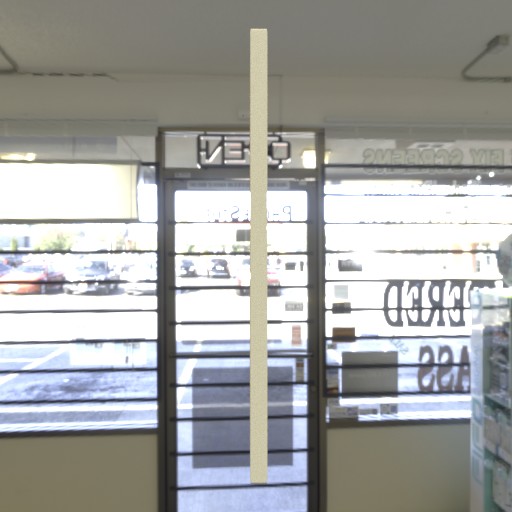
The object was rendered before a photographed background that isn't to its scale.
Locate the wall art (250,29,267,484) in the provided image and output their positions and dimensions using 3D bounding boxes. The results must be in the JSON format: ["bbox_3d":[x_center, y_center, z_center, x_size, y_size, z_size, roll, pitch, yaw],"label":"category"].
[{"bbox_3d":[0.000,0.000,0.744,0.020,0.536,0.444,0,0,-1],"label":"wall art"}]
